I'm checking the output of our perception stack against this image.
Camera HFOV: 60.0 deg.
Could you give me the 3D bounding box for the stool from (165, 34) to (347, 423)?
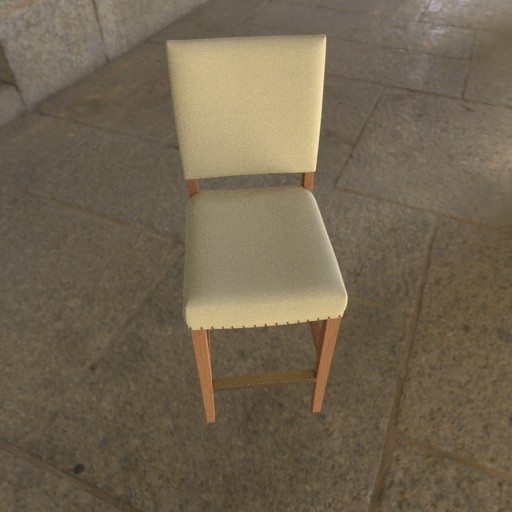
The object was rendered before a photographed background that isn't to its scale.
[{"bbox_3d":[0.000,0.000,1.436,0.445,1.168,0.584,-4,46,-4],"label":"stool"}]
